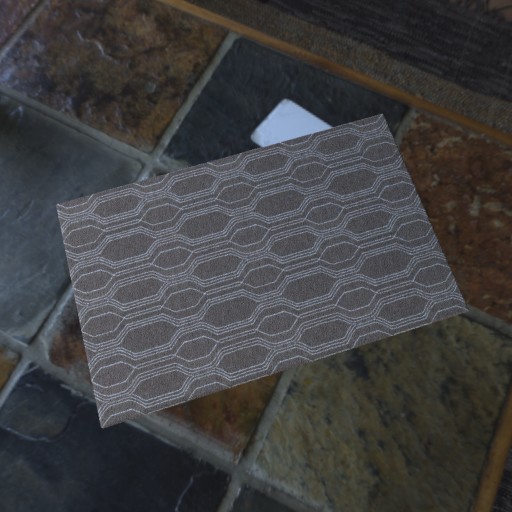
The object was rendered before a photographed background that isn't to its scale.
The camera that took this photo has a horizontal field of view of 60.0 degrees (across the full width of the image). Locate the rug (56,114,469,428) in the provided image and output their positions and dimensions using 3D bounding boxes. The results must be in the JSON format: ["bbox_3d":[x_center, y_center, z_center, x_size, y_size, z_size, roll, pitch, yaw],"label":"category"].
[{"bbox_3d":[0.000,0.000,3.007,2.457,0.012,1.541,-17,75,-4],"label":"rug"}]
